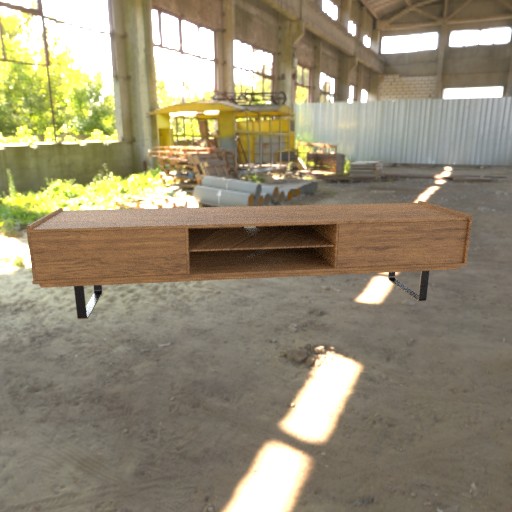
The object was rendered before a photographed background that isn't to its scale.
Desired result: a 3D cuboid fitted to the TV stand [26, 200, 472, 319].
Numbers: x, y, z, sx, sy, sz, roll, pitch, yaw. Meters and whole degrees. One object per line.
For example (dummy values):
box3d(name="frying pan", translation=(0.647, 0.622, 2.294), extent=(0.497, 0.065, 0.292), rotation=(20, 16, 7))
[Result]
box3d(name="TV stand", translation=(0.000, 0.000, 2.040), extent=(1.796, 0.415, 0.467), rotation=(-2, 15, -8))
